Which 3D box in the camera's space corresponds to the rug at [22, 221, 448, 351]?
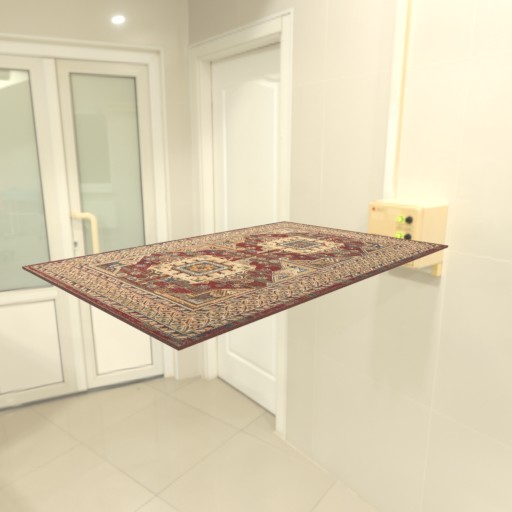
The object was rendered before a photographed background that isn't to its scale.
[{"bbox_3d":[0.000,0.000,5.641,3.033,0.033,4.578,13,19,43],"label":"rug"}]
